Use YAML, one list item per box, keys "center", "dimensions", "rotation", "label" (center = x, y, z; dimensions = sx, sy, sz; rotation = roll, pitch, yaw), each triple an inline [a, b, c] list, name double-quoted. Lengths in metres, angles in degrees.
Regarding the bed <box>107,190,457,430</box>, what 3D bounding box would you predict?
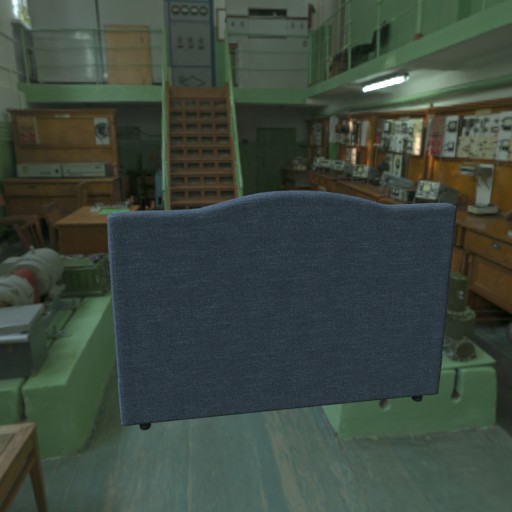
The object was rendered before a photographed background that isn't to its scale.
- center: [0.000, 0.000, 3.952]
  dimensions: [2.161, 1.457, 2.689]
  rotation: [-3, 15, -9]
  label: "bed"
